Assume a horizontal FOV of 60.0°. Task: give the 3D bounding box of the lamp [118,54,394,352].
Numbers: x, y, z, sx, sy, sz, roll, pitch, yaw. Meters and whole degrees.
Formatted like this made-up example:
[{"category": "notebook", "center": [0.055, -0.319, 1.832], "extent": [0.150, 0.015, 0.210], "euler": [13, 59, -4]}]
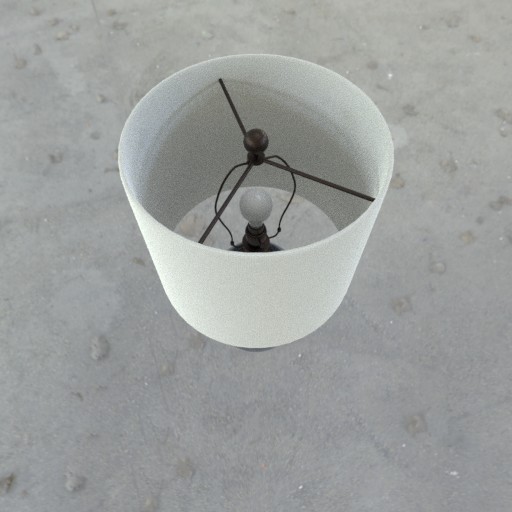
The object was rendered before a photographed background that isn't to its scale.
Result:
[{"category": "lamp", "center": [0.000, 0.000, 0.765], "extent": [0.329, 0.570, 0.329], "euler": [-17, 61, -10]}]
